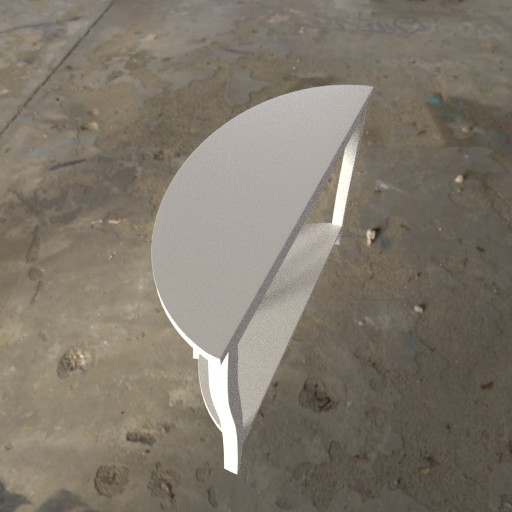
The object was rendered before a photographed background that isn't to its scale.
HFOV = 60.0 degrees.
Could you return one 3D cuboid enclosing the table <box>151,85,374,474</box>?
[{"bbox_3d":[0.000,0.000,1.569,0.394,0.780,1.219,18,49,16],"label":"table"}]
